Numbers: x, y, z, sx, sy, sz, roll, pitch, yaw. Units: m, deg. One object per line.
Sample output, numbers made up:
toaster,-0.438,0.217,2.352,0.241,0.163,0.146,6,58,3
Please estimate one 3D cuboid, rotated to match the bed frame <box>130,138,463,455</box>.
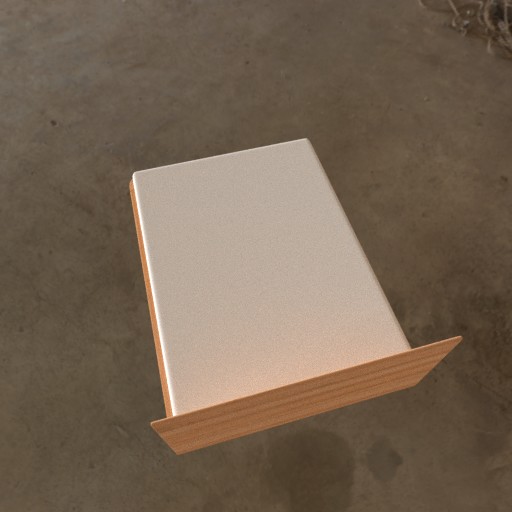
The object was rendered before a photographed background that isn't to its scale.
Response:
bed frame,0.000,0.000,2.891,1.472,0.940,1.992,-13,58,-8
